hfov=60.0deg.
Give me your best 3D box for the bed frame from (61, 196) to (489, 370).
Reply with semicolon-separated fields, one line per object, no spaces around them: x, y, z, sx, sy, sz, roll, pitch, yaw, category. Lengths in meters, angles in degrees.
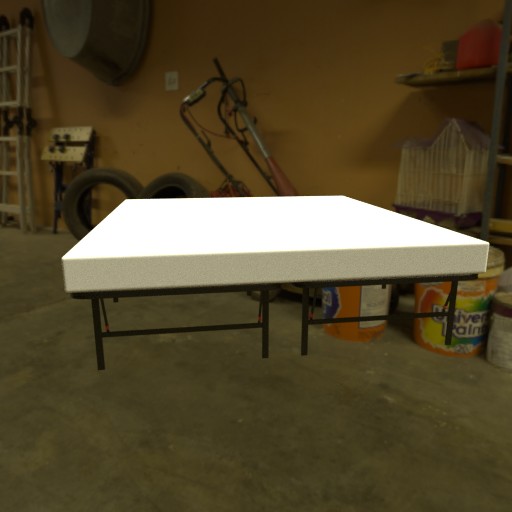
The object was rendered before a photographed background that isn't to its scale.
0.000;0.000;2.999;1.930;0.559;2.032;-2;14;-9;bed frame
